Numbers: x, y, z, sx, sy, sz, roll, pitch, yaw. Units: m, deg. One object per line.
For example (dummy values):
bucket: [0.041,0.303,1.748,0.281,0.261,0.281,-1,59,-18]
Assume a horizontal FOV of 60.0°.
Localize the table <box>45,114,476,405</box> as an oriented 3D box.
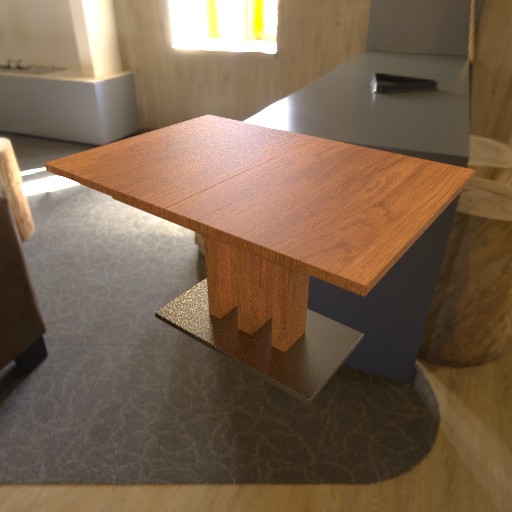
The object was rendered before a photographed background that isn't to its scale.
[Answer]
table: [0.000,0.000,1.824,1.300,0.770,0.900,22,38,31]
